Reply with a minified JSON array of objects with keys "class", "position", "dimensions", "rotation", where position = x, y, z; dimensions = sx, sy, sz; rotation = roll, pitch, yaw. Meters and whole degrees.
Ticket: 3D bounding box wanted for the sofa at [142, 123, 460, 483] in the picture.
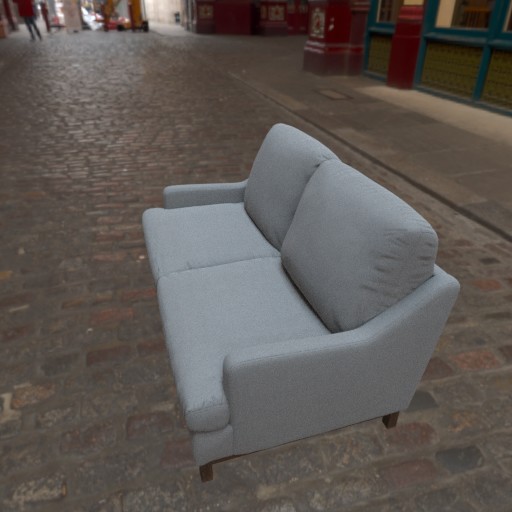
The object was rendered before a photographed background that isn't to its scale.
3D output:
[{"class":"sofa","position":[0.000,0.000,2.129],"dimensions":[0.987,0.921,1.589],"rotation":[-9,32,-15]}]
